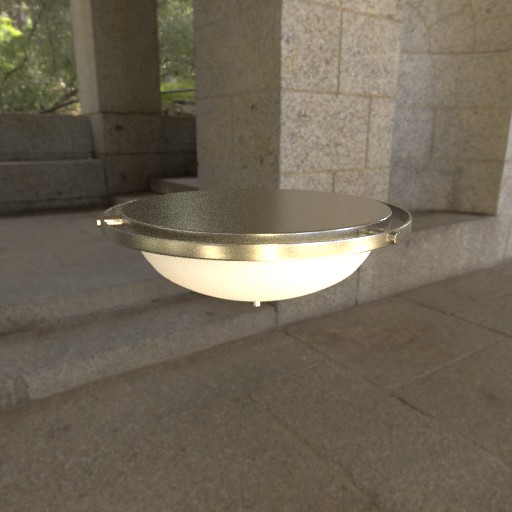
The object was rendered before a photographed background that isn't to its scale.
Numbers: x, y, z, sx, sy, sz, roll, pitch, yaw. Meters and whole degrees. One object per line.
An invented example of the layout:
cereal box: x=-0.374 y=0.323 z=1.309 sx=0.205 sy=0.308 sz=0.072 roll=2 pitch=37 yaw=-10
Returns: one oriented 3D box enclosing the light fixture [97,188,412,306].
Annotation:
light fixture: x=0.000 y=0.000 z=0.557 sx=0.361 sy=0.130 sz=0.361 roll=0 pitch=16 yaw=0
